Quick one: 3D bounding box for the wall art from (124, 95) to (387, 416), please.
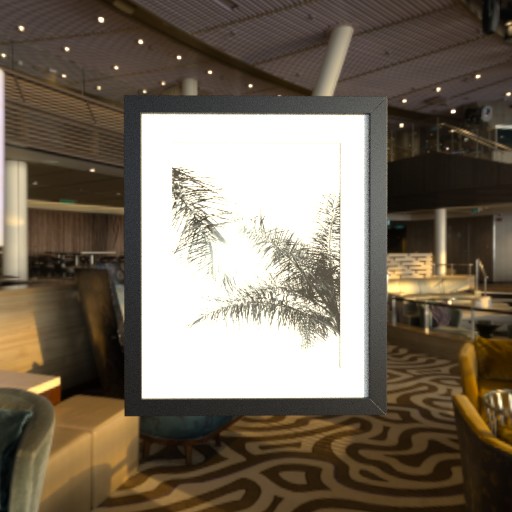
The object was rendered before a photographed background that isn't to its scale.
[{"bbox_3d":[0.000,0.000,0.785,0.457,0.557,0.028,0,0,-1],"label":"wall art"}]
